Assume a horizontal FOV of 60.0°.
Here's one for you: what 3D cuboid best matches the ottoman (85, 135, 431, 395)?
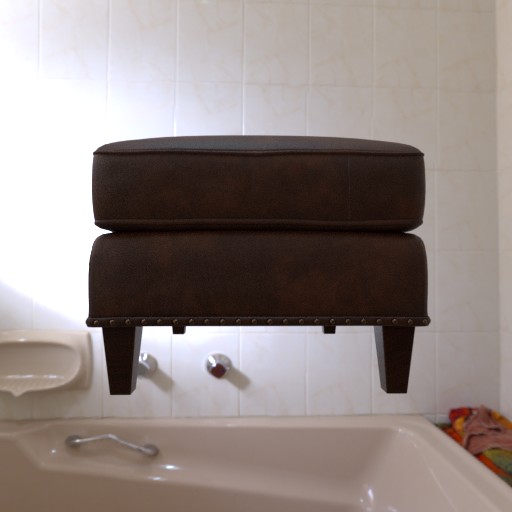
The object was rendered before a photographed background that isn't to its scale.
[{"bbox_3d":[0.000,0.000,1.102,0.586,0.486,0.742,0,-1,-1],"label":"ottoman"}]
